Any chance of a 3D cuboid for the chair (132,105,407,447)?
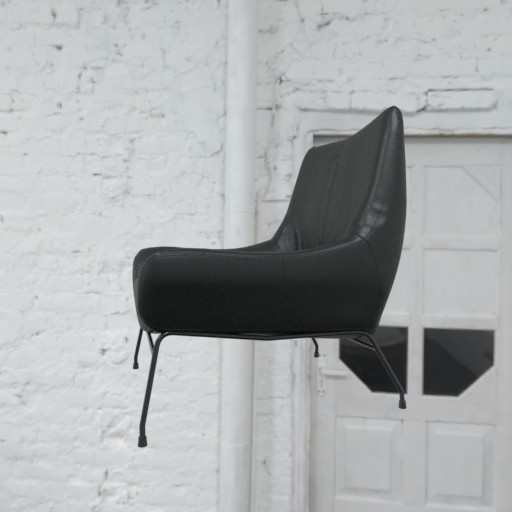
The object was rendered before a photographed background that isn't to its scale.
[{"bbox_3d":[0.000,0.000,1.550,0.826,0.922,0.836,0,2,-16],"label":"chair"}]
